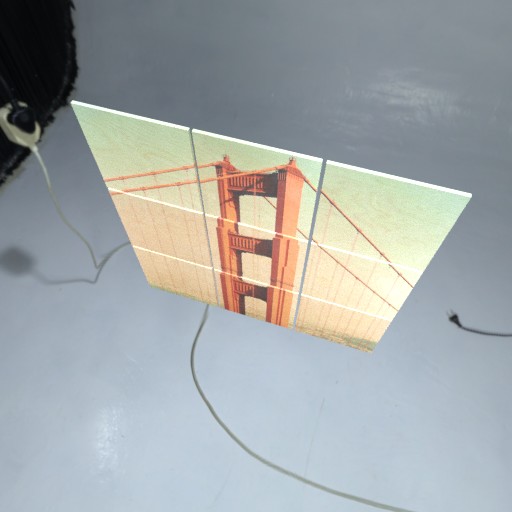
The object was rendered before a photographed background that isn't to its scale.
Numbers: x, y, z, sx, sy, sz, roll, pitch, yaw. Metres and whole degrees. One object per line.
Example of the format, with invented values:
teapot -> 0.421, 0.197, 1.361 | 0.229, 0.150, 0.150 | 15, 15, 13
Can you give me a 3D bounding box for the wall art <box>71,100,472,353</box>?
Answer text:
wall art -> 0.000, 0.000, 1.803 | 1.214, 1.219, 0.013 | 16, 59, 9
